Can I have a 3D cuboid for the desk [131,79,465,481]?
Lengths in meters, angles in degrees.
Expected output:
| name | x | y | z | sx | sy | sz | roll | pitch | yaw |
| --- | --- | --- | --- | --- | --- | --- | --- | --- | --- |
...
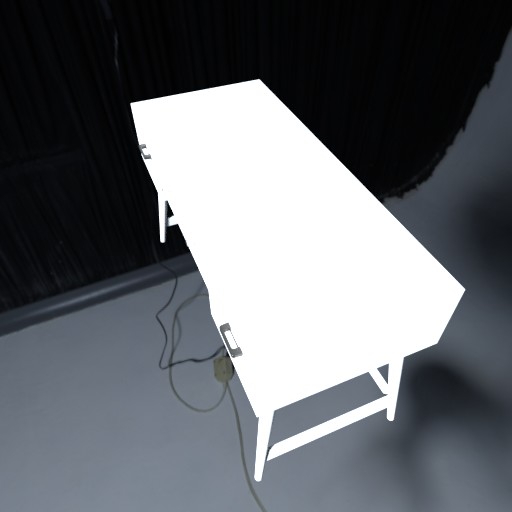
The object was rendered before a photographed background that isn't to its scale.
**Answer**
| name | x | y | z | sx | sy | sz | roll | pitch | yaw |
| --- | --- | --- | --- | --- | --- | --- | --- | --- | --- |
| desk | 0.000 | 0.000 | 1.732 | 0.589 | 0.762 | 1.313 | -17 | 48 | -16 |
